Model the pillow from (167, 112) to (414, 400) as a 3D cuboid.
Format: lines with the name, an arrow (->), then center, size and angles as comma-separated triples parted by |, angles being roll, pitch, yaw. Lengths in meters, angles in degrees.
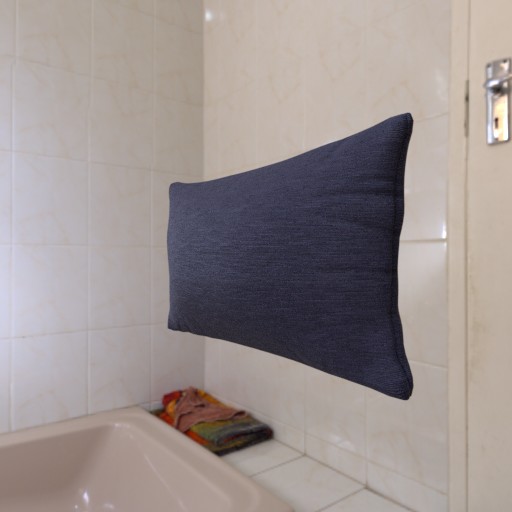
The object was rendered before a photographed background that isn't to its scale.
pillow -> 0.000, 0.000, 0.773 | 0.210, 0.338, 0.633 | 0, 0, -36
